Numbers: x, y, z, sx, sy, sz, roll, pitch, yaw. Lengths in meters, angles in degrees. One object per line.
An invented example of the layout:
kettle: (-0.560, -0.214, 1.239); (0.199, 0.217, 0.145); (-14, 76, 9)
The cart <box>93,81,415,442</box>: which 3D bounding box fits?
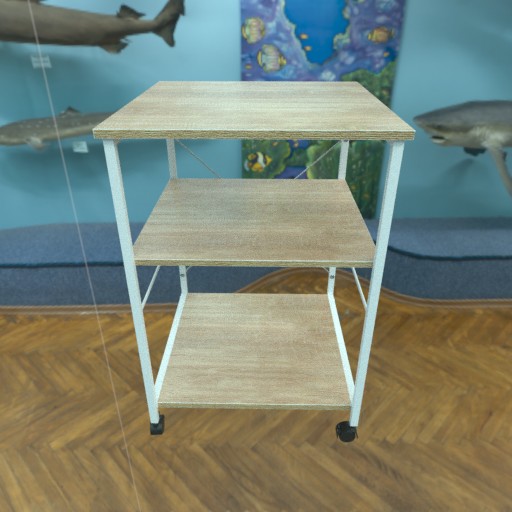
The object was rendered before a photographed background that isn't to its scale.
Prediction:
cart: (0.000, 0.000, 1.128); (0.521, 0.762, 0.520); (1, 30, 1)
